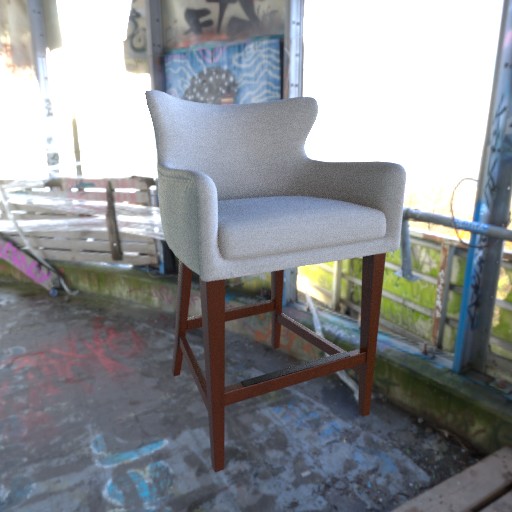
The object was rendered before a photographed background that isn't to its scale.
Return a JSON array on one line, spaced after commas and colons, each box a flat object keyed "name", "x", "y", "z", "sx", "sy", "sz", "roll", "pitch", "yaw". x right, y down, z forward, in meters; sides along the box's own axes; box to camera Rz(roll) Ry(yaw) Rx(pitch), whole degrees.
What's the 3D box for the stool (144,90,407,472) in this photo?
[{"name": "stool", "x": 0.000, "y": 0.000, "z": 1.406, "sx": 0.615, "sy": 0.987, "sz": 0.637, "roll": -8, "pitch": 18, "yaw": -27}]
